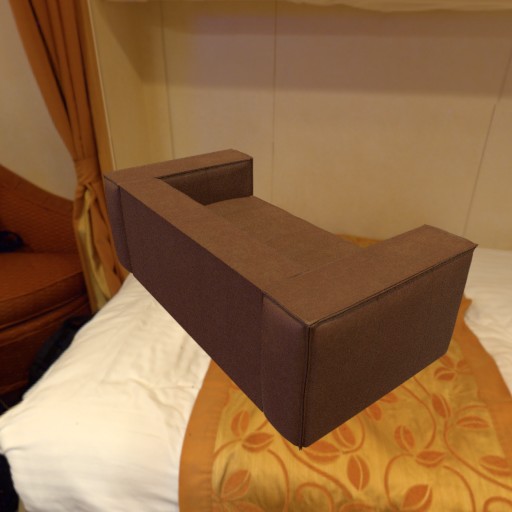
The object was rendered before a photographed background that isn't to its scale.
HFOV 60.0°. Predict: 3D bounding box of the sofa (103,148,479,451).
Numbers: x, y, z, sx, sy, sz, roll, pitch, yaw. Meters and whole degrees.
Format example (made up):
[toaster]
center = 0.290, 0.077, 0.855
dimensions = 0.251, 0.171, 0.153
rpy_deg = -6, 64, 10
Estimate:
[sofa]
center = 0.000, 0.000, 2.640
dimensions = 1.102, 0.703, 2.088
rpy_deg = -19, 34, -31
